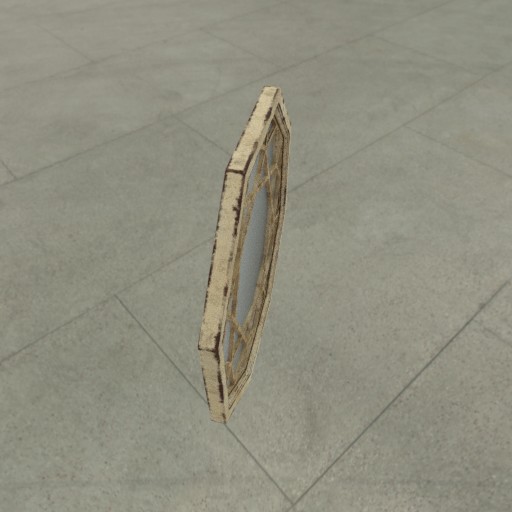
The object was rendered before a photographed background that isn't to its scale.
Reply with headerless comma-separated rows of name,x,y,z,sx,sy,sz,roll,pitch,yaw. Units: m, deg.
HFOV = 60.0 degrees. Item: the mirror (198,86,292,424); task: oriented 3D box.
mirror,0.000,0.000,0.974,0.031,0.648,0.648,10,48,9
